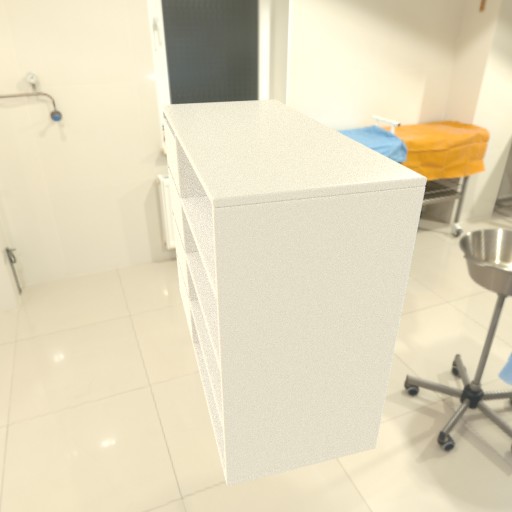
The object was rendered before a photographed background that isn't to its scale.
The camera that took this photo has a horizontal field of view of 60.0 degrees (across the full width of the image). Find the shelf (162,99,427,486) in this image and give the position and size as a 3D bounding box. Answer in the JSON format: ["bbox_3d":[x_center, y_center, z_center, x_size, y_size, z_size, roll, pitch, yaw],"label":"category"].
[{"bbox_3d":[0.000,0.000,1.311,0.396,0.732,0.895,-8,29,-14],"label":"shelf"}]
